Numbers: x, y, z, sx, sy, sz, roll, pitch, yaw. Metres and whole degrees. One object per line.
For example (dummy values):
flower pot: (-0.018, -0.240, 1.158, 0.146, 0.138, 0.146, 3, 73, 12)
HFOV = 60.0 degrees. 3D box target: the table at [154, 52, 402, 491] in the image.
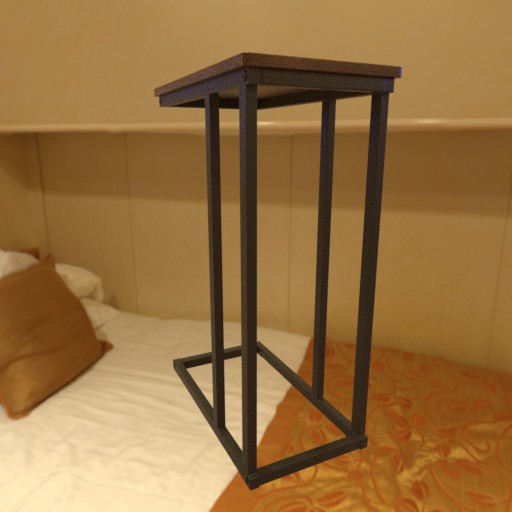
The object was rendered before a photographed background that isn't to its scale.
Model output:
table: (0.000, 0.000, 0.857, 0.254, 0.637, 0.450, -7, 16, -25)
